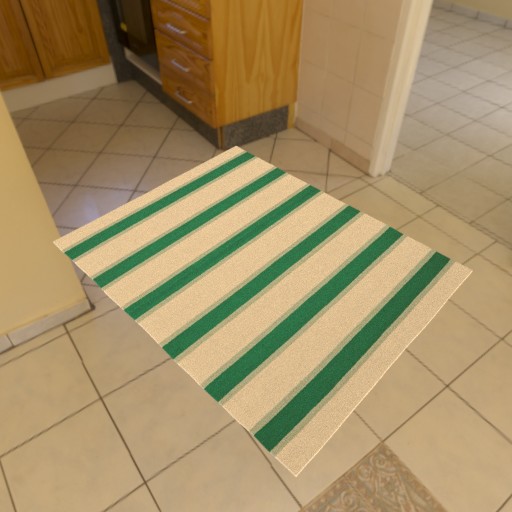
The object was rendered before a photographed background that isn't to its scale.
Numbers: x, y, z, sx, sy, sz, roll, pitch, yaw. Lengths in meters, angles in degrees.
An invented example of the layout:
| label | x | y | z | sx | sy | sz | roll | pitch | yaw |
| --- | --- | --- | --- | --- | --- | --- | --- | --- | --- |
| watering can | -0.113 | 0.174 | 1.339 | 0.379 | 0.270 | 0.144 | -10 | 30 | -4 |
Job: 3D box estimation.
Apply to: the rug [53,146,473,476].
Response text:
| label | x | y | z | sx | sy | sz | roll | pitch | yaw |
| --- | --- | --- | --- | --- | --- | --- | --- | --- | --- |
| rug | 0.000 | 0.000 | 4.085 | 3.041 | 0.019 | 2.434 | 34 | 54 | 30 |
